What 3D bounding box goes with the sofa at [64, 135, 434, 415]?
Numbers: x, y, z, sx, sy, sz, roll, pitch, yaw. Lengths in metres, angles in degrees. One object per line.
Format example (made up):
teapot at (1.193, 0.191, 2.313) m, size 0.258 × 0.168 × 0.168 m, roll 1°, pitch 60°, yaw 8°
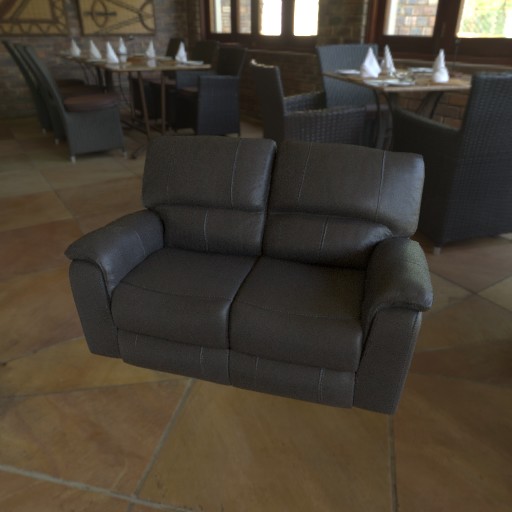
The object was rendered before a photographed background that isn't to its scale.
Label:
sofa at (0.000, 0.000, 2.452) m, size 1.765 × 1.111 × 1.104 m, roll 7°, pitch 28°, yaw 14°
